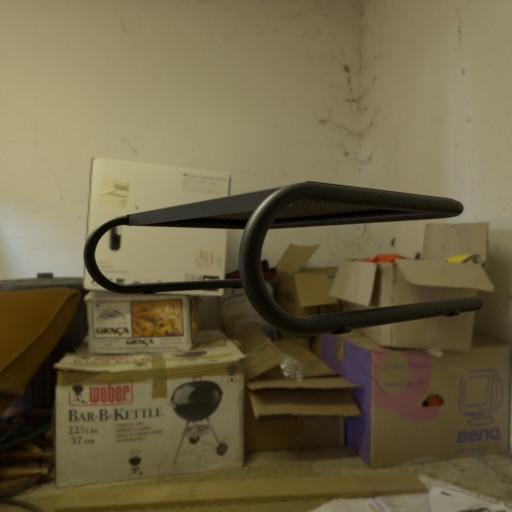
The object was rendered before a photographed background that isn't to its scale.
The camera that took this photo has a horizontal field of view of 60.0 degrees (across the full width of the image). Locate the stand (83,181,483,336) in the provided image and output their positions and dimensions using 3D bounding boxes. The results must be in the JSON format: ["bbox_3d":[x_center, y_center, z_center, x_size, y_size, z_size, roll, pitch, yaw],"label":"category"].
[{"bbox_3d":[0.000,0.000,0.497,0.280,0.108,0.370,-1,1,-36],"label":"stand"}]
